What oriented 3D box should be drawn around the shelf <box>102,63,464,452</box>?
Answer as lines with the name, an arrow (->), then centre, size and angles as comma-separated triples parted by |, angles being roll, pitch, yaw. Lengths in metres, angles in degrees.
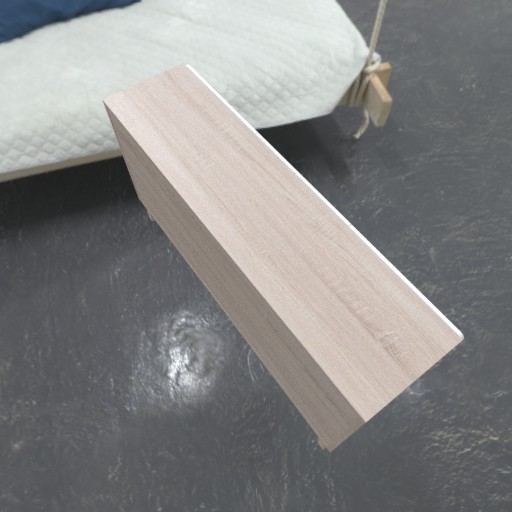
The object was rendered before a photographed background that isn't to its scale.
shelf -> 0.000, 0.000, 1.827 | 0.400, 0.780, 1.490 | -32, 65, -17
